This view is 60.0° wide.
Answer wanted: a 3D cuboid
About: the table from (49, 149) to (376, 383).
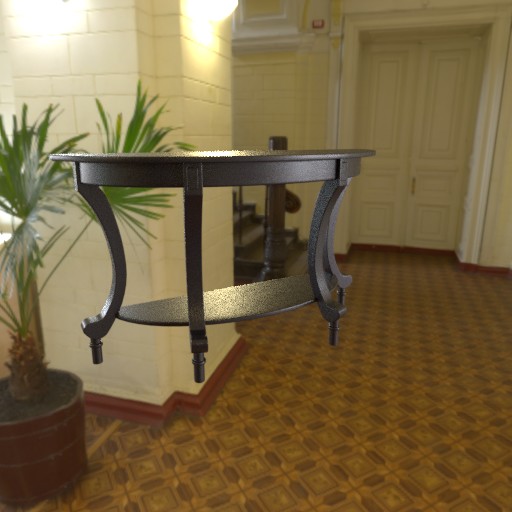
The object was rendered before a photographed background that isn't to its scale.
[{"bbox_3d":[0.000,0.000,1.525,1.198,0.692,0.394,-8,17,-28],"label":"table"}]
